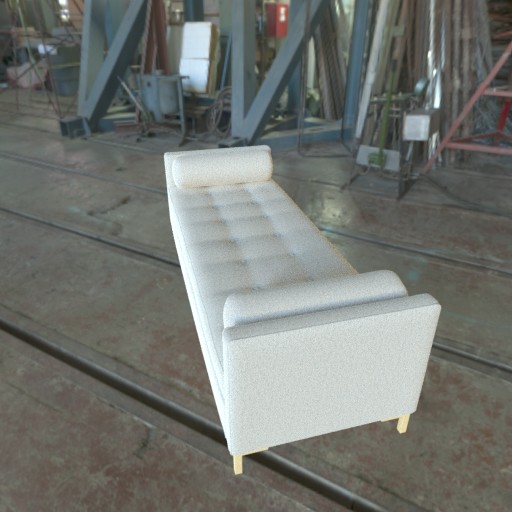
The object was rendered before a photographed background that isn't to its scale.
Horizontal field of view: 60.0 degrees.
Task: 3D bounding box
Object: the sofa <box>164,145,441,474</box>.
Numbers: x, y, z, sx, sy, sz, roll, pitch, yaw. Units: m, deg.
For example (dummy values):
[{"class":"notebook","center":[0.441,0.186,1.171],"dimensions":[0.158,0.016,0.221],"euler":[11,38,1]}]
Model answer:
[{"class":"sofa","center":[0.000,0.000,2.329],"dimensions":[0.746,0.641,1.985],"euler":[-8,30,-13]}]
